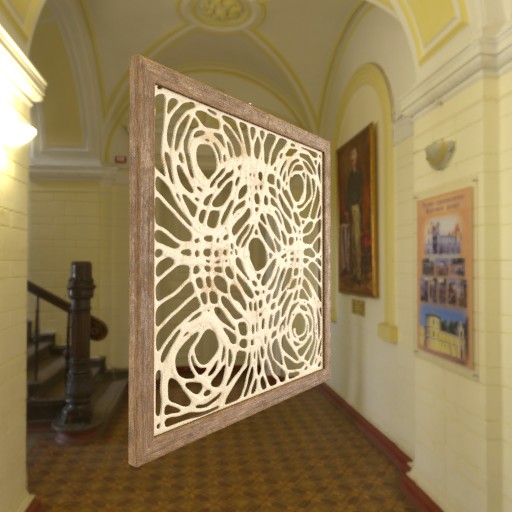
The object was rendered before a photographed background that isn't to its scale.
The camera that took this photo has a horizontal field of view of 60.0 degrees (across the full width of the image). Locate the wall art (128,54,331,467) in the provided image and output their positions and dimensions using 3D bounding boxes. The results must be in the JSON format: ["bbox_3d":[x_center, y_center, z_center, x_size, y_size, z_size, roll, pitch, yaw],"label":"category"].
[{"bbox_3d":[0.000,0.000,0.830,0.021,0.576,0.561,0,-1,37],"label":"wall art"}]
